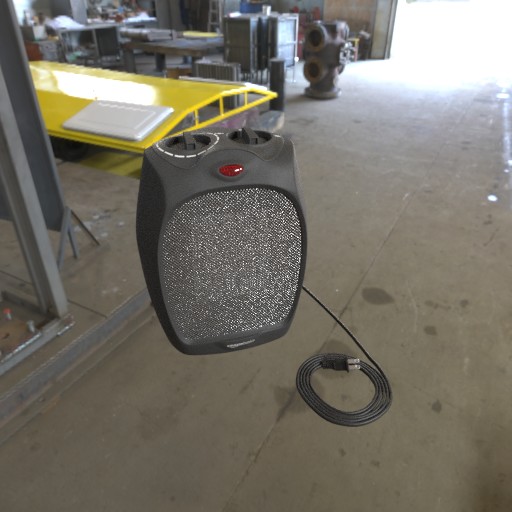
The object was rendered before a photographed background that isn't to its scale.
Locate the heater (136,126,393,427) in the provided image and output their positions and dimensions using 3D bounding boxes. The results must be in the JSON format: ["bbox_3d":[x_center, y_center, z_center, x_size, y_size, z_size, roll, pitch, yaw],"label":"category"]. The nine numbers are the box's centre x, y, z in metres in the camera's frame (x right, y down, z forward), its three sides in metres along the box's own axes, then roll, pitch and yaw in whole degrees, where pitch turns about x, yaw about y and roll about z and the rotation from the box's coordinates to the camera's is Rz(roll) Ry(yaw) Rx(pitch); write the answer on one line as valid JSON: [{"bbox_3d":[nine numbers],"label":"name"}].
[{"bbox_3d":[0.000,0.000,0.469,0.239,0.240,0.291,-9,33,-13],"label":"heater"}]
